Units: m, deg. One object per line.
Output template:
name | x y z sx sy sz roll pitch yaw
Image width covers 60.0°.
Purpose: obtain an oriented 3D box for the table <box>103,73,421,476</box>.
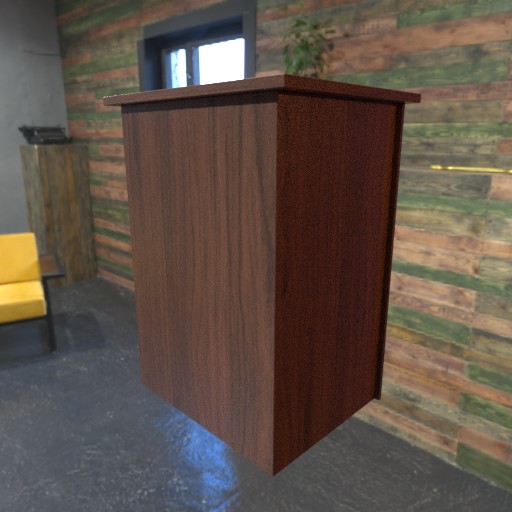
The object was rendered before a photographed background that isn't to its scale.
table | 0.000 0.000 0.930 0.480 0.636 0.381 14 21 43
